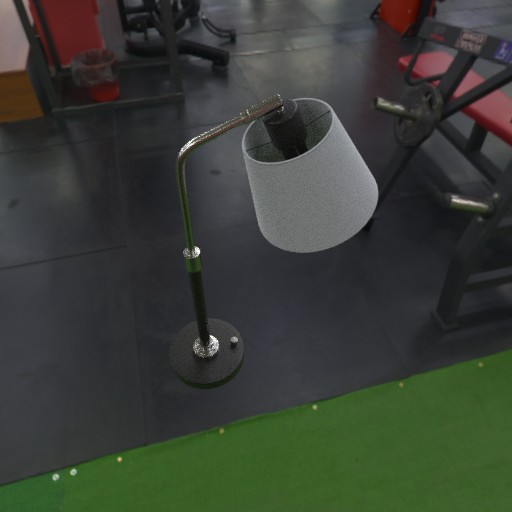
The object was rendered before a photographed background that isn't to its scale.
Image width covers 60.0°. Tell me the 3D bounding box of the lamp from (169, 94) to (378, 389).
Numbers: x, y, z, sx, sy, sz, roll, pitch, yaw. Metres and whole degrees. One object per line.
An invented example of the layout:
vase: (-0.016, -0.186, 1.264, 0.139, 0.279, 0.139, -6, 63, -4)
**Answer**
lamp: (0.000, 0.000, 0.710, 0.348, 0.539, 0.181, -9, 48, -8)
